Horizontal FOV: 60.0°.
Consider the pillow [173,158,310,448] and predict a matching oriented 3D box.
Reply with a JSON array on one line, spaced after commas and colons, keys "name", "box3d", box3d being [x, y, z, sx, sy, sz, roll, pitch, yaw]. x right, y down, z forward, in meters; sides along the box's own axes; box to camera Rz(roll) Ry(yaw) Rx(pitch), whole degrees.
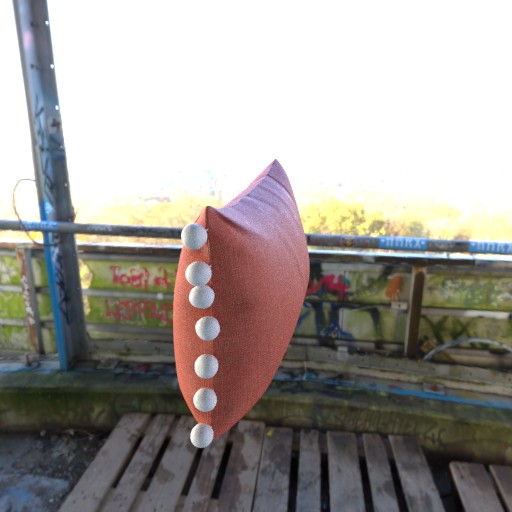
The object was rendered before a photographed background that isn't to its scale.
[{"name": "pillow", "box3d": [0.000, 0.000, 0.835, 0.201, 0.322, 0.709, 3, 16, 9]}]
